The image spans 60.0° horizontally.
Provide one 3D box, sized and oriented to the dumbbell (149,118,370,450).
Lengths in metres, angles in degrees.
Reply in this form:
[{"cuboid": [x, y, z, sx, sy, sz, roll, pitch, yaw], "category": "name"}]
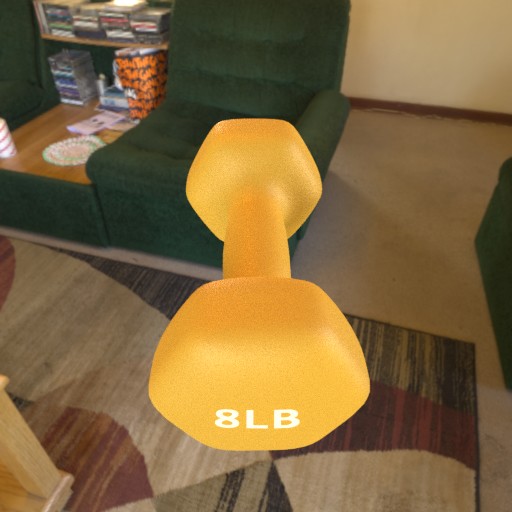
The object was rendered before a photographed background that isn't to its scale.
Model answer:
[{"cuboid": [0.000, 0.000, 0.238, 0.090, 0.082, 0.190, 0, 41, 0], "category": "dumbbell"}]
